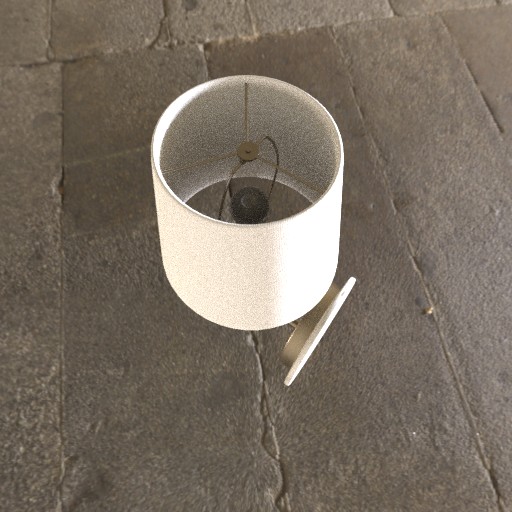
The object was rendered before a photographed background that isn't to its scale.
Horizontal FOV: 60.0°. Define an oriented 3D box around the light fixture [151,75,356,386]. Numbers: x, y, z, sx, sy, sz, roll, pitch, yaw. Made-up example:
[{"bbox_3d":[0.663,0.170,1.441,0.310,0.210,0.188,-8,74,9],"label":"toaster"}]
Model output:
[{"bbox_3d":[0.000,0.000,0.446,0.188,0.337,0.168,32,69,14],"label":"light fixture"}]
